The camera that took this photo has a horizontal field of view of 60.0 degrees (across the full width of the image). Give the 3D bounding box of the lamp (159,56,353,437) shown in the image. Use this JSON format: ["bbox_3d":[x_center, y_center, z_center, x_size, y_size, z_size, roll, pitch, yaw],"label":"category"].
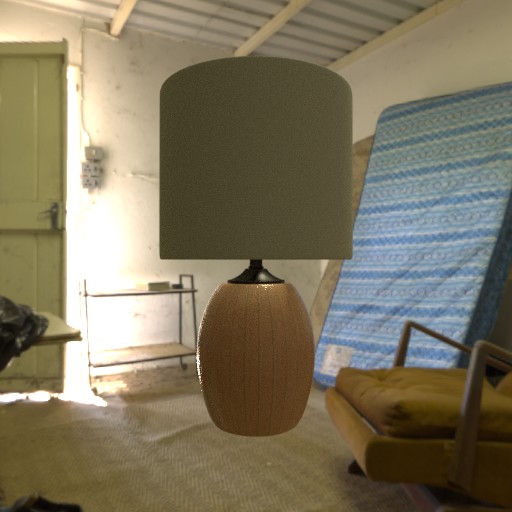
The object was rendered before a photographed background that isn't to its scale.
[{"bbox_3d":[0.000,0.000,0.770,0.329,0.570,0.329,0,-1,0],"label":"lamp"}]
